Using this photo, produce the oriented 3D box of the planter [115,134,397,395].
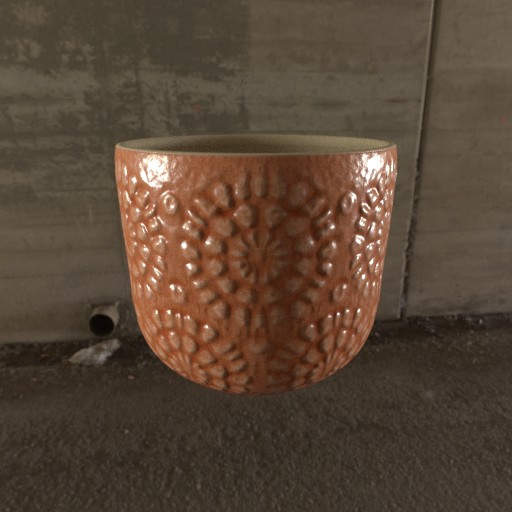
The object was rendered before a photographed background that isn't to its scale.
[{"bbox_3d":[0.000,0.000,0.218,0.124,0.109,0.124,0,18,0],"label":"planter"}]
